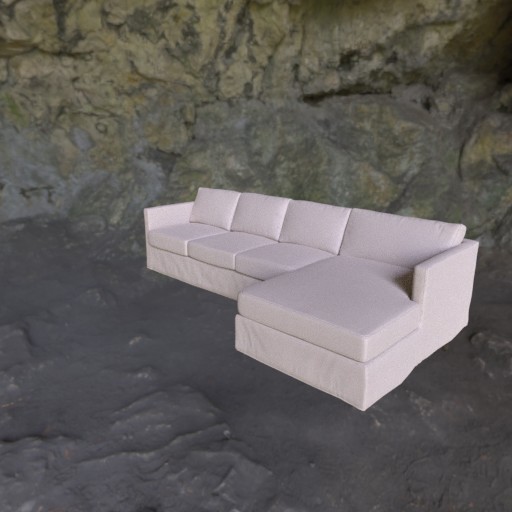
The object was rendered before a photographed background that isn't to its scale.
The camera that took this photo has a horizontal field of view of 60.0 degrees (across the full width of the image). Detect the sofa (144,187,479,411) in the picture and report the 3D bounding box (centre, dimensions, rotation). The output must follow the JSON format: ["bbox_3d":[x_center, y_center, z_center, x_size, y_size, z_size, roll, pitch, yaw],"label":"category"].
[{"bbox_3d":[0.000,0.000,3.905,3.206,0.871,1.622,15,21,42],"label":"sofa"}]
